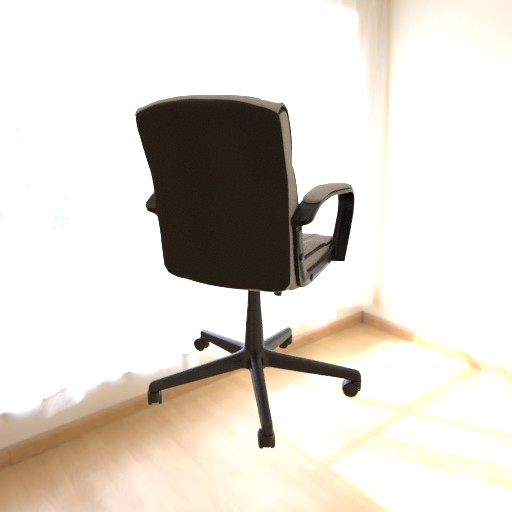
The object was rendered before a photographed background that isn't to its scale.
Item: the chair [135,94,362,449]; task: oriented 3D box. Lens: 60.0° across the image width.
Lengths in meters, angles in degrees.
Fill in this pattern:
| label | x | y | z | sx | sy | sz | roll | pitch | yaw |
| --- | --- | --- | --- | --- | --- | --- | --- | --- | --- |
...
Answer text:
| label | x | y | z | sx | sy | sz | roll | pitch | yaw |
| --- | --- | --- | --- | --- | --- | --- | --- | --- | --- |
| chair | 0.000 | 0.000 | 1.529 | 0.739 | 1.004 | 0.717 | 7 | 17 | 25 |
